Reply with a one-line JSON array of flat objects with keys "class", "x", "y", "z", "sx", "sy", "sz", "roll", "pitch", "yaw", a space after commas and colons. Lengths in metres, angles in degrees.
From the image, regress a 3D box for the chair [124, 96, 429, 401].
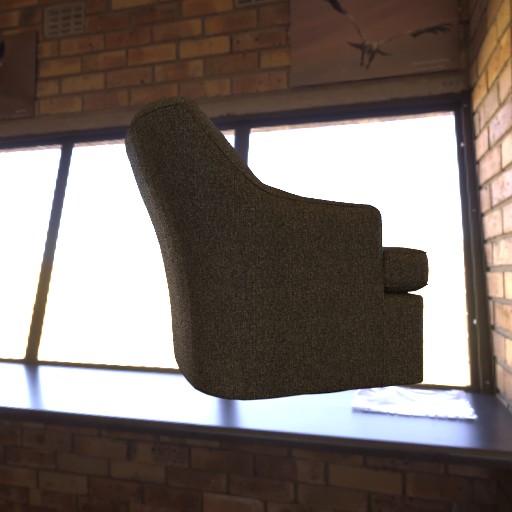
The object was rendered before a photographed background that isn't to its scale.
[{"class": "chair", "x": 0.000, "y": 0.000, "z": 1.607, "sx": 0.923, "sy": 0.856, "sz": 0.864, "roll": 1, "pitch": -2, "yaw": -17}]
